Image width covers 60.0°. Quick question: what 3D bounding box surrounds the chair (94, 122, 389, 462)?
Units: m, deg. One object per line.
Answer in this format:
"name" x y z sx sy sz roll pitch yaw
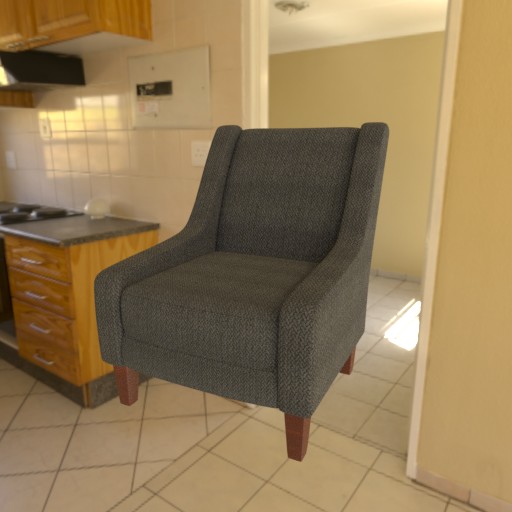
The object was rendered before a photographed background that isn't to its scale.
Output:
"chair" 0.000 0.000 1.716 0.793 1.012 0.944 7 16 25
